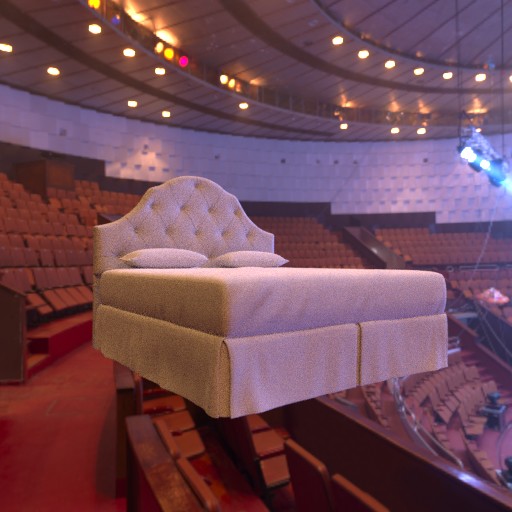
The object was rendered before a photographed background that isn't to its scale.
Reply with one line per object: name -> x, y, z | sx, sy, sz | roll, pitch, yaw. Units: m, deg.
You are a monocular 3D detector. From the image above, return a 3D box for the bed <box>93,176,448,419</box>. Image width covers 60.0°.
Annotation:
bed -> 0.000, 0.000, 3.555 | 2.008, 1.615, 2.214 | 0, -1, -35
